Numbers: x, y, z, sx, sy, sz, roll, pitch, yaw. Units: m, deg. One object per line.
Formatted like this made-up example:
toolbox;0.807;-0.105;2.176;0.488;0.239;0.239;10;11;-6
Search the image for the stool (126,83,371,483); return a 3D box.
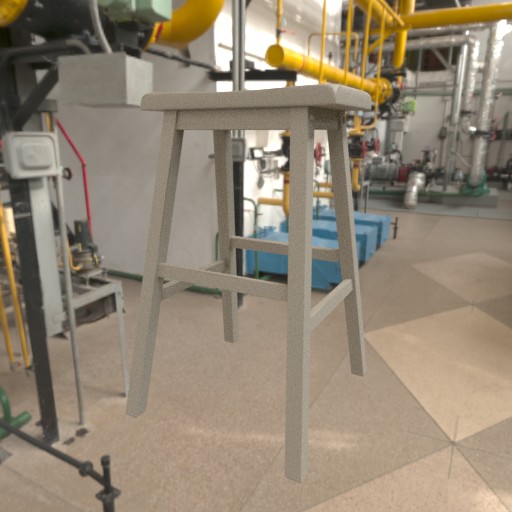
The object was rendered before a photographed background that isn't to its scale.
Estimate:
stool;0.000;0.000;1.065;0.457;0.737;0.476;8;18;27
